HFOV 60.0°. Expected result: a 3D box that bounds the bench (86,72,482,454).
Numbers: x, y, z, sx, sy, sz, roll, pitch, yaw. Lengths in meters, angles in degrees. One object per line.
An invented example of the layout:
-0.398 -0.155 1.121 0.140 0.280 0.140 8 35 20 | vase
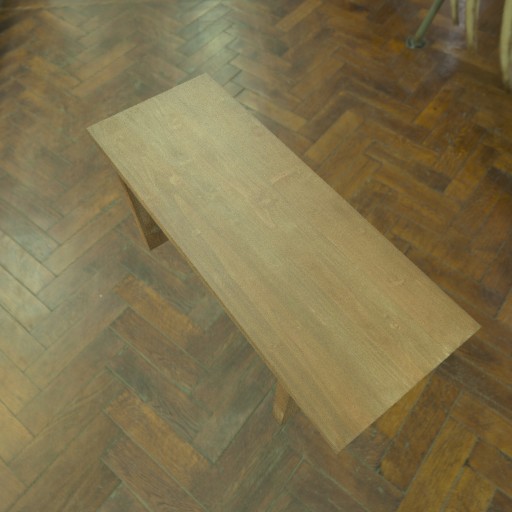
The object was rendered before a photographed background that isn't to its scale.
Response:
0.000 0.000 1.426 0.458 0.458 1.183 -33 64 -18 | bench
